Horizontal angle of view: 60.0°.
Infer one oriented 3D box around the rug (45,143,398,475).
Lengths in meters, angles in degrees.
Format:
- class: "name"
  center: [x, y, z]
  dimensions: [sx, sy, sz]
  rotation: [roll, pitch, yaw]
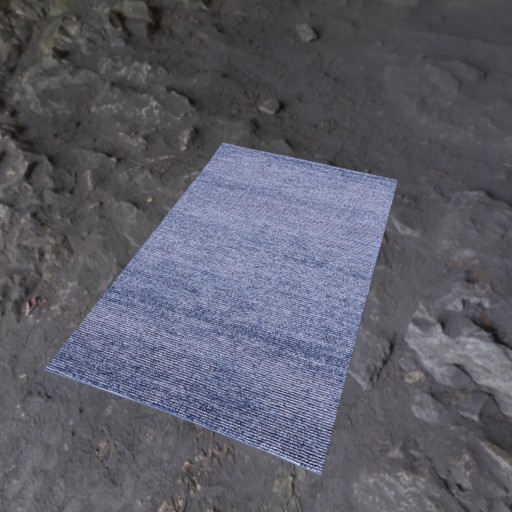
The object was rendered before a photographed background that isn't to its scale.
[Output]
- class: "rug"
  center: [0.000, 0.000, 2.208]
  dimensions: [1.145, 0.021, 1.777]
  rotation: [15, 48, 14]
